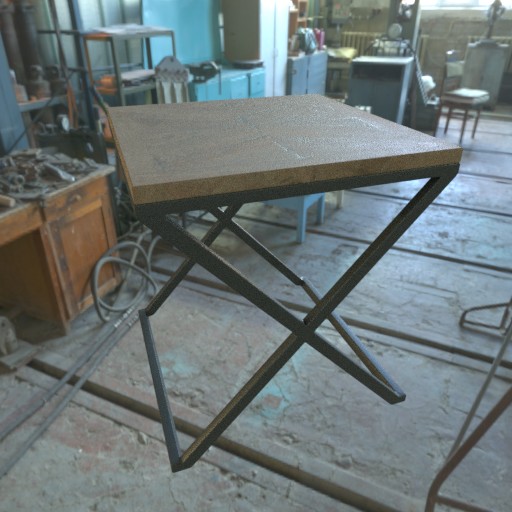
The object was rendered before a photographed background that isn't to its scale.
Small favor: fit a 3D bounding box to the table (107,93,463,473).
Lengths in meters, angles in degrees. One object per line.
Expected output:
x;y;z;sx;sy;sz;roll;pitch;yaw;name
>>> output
0.000;0.000;0.939;0.498;0.550;0.499;-10;31;-17;table
